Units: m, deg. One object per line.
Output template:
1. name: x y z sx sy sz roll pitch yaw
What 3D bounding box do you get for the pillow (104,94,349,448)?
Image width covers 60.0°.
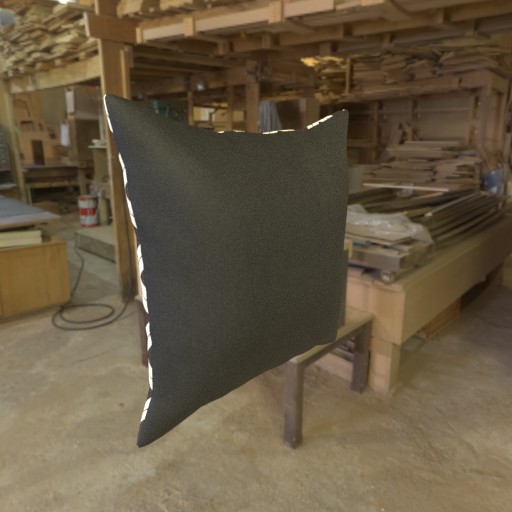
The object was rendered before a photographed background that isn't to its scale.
1. pillow: 0.000 0.000 0.757 0.188 0.494 0.504 15 22 43
